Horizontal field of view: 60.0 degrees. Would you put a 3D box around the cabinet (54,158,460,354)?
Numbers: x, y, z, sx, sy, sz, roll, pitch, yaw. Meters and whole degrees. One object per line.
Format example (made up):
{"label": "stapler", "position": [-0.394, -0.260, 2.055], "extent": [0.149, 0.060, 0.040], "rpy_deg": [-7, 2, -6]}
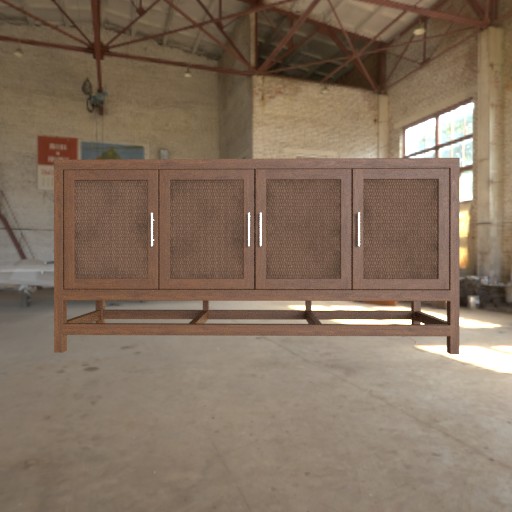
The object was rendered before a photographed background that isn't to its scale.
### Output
{"label": "cabinet", "position": [0.000, 0.000, 2.103], "extent": [1.708, 0.820, 0.522], "rpy_deg": [0, 0, 1]}
